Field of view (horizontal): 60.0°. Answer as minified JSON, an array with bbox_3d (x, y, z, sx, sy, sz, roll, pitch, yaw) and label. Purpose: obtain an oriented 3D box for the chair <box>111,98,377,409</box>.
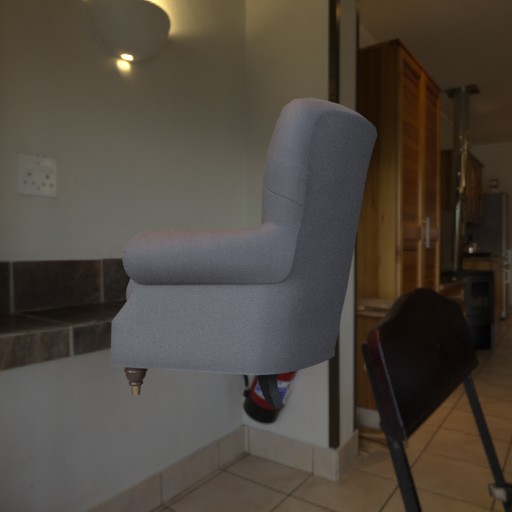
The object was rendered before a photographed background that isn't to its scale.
[{"bbox_3d":[0.000,0.000,1.872,0.983,1.046,0.983,0,1,16],"label":"chair"}]
